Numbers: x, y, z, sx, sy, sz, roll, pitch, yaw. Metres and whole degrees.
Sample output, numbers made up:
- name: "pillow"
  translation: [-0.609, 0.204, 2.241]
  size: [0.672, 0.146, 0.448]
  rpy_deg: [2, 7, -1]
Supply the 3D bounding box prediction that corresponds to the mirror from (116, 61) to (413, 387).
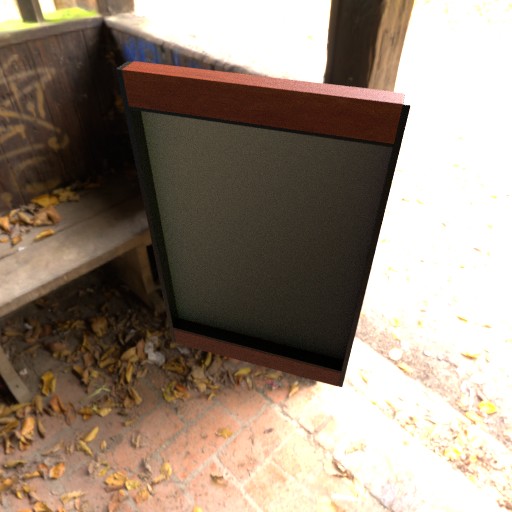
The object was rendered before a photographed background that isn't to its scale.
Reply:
- name: "mirror"
  translation: [0.000, 0.000, 1.046]
  size: [0.525, 0.823, 0.047]
  rpy_deg: [12, 44, 13]
